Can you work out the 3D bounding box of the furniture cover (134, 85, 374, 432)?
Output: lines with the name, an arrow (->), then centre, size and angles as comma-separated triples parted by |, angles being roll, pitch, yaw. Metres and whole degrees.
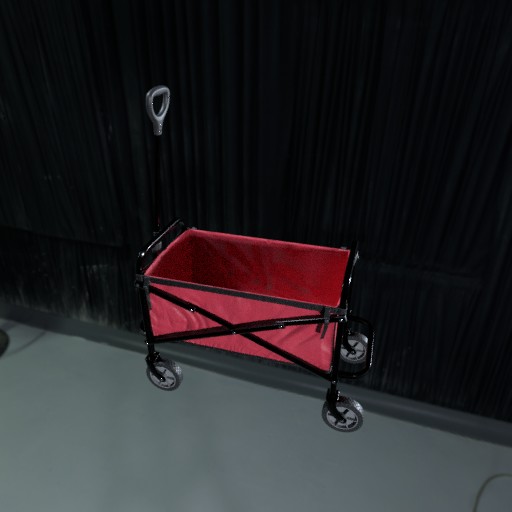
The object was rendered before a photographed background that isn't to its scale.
furniture cover -> 0.000, 0.000, 1.834 | 1.038, 1.295, 0.532 | 8, 30, 14
